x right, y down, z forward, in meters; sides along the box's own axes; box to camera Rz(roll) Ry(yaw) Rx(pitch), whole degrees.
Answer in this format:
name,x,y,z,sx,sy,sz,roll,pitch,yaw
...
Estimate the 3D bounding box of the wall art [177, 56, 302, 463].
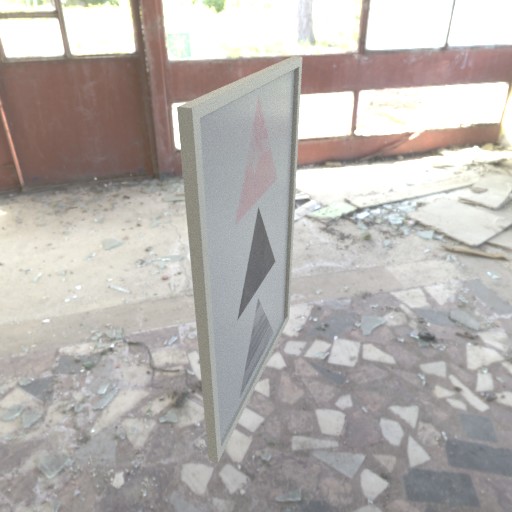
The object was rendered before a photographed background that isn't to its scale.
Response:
name,x,y,z,sx,sy,sz,roll,pitch,yaw
wall art,0.000,0.000,0.566,0.013,0.433,0.303,11,33,18
